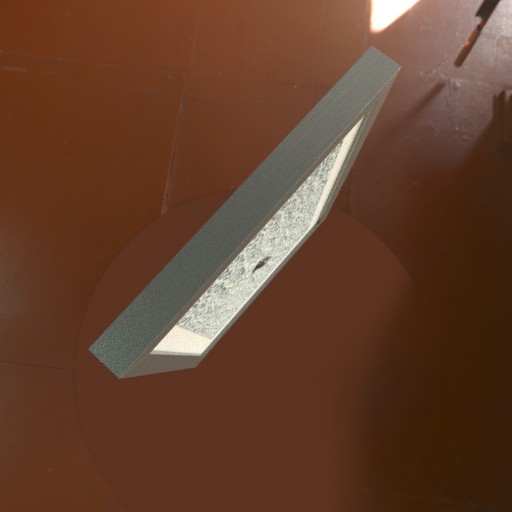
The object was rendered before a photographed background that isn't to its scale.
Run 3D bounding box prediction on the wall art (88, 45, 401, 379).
[{"bbox_3d":[0.000,0.000,0.503,0.030,0.379,0.308,40,80,8],"label":"wall art"}]
